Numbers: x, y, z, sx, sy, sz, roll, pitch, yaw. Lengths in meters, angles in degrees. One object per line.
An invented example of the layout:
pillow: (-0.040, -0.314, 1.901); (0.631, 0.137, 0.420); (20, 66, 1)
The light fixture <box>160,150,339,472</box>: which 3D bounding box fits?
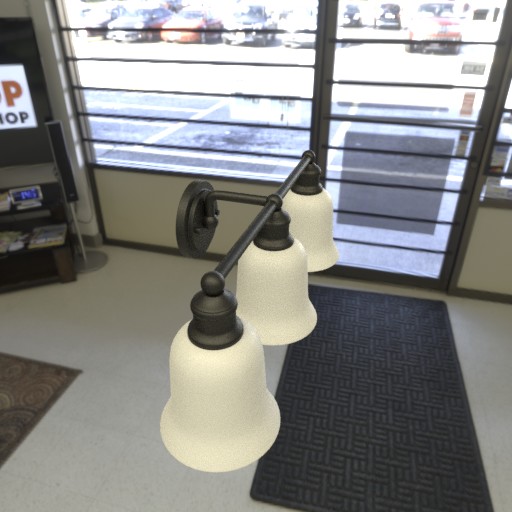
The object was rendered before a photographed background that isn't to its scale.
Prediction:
light fixture: (0.000, 0.000, 0.667); (0.198, 0.211, 0.570); (10, 32, 16)
